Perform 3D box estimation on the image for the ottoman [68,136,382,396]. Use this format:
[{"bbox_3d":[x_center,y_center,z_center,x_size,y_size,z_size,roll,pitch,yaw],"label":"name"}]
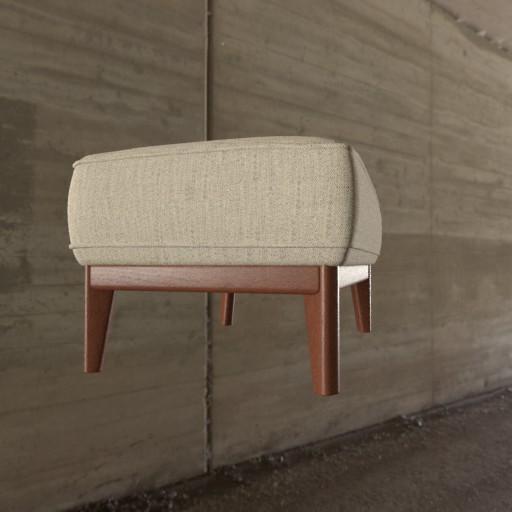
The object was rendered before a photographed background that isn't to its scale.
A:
[{"bbox_3d":[0.000,0.000,1.142,0.594,0.465,0.794,0,-1,19],"label":"ottoman"}]
